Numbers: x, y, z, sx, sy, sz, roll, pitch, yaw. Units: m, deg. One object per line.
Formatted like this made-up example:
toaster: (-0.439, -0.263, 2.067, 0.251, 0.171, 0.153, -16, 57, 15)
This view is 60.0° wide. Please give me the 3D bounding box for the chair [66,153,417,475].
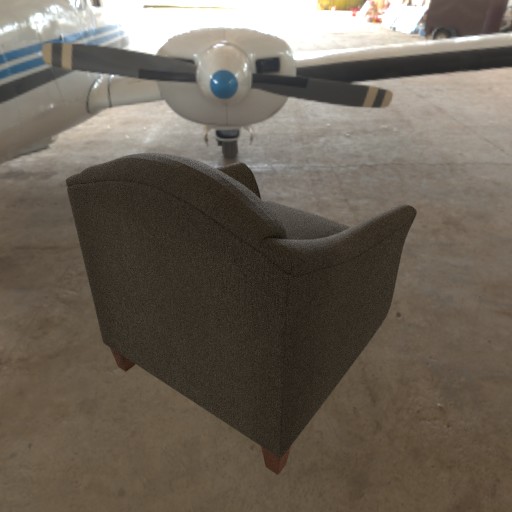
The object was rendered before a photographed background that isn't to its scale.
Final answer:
chair: (0.000, 0.000, 1.451, 0.763, 0.839, 0.787, 21, 37, 31)
